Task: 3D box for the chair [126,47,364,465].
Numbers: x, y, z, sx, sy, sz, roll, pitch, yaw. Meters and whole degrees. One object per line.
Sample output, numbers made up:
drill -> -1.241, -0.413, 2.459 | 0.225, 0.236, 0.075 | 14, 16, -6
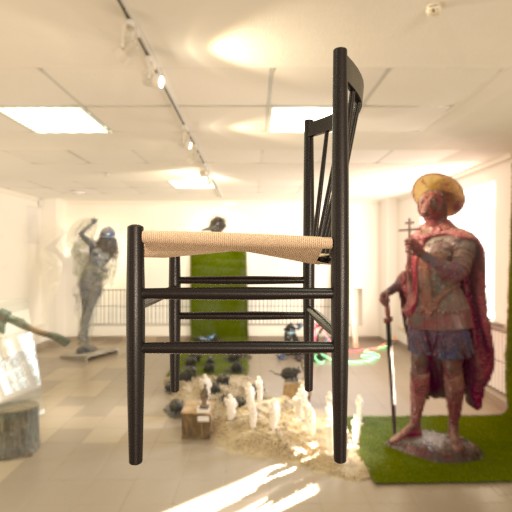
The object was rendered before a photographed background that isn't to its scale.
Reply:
chair -> 0.000, 0.000, 1.101 | 0.516, 0.818, 0.495 | 0, 0, -1
